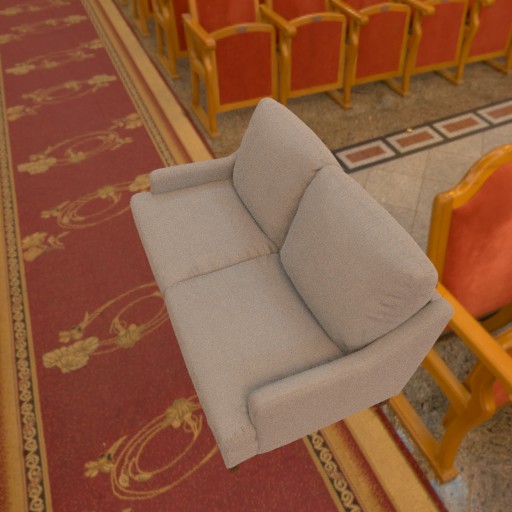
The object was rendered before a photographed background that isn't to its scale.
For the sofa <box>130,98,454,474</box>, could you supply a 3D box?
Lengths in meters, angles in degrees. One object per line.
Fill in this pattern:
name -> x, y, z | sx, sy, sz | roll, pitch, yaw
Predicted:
sofa -> 0.000, 0.000, 2.202 | 0.987, 0.921, 1.589 | -17, 48, -16
